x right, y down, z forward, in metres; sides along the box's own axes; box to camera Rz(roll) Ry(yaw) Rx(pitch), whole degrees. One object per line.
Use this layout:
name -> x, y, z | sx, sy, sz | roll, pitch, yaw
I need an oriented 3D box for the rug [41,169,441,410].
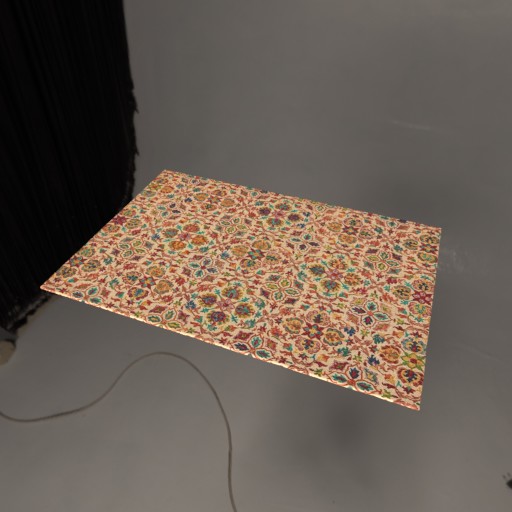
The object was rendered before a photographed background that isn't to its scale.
rug -> 0.000, 0.000, 2.994 | 2.297, 0.018, 1.541 | 14, 43, 16
